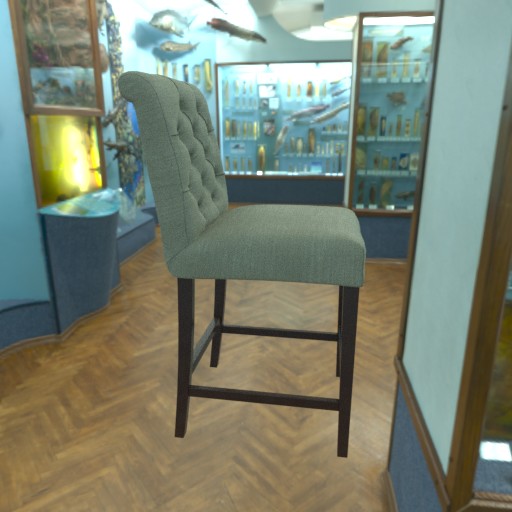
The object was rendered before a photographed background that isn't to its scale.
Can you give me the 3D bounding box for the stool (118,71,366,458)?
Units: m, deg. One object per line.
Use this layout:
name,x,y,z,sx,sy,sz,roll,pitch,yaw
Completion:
stool,0.000,0.000,1.428,0.660,1.084,0.486,3,17,9
